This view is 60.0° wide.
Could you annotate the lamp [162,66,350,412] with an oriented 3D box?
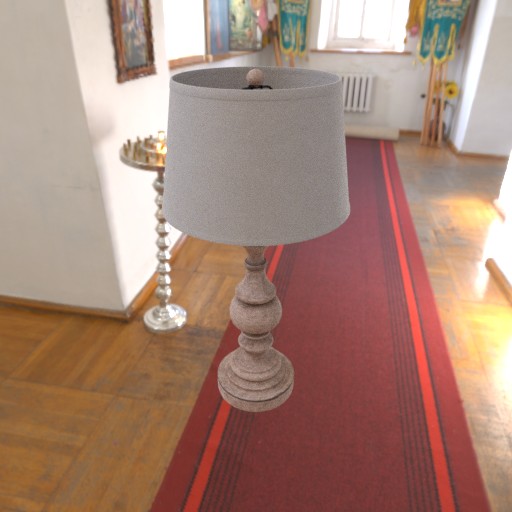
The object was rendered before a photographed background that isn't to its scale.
[{"bbox_3d":[0.000,0.000,0.867,0.340,0.678,0.340,0,29,0],"label":"lamp"}]
